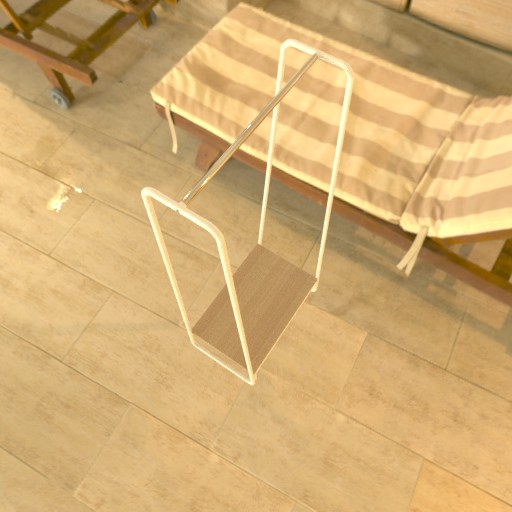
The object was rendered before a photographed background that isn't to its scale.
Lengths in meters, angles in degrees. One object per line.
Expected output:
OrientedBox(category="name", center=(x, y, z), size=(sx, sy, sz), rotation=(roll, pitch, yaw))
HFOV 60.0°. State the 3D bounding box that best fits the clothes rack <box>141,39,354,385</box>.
OrientedBox(category="clothes rack", center=(0.000, 0.000, 1.780), size=(0.400, 1.500, 0.640), rotation=(31, 67, 15))
